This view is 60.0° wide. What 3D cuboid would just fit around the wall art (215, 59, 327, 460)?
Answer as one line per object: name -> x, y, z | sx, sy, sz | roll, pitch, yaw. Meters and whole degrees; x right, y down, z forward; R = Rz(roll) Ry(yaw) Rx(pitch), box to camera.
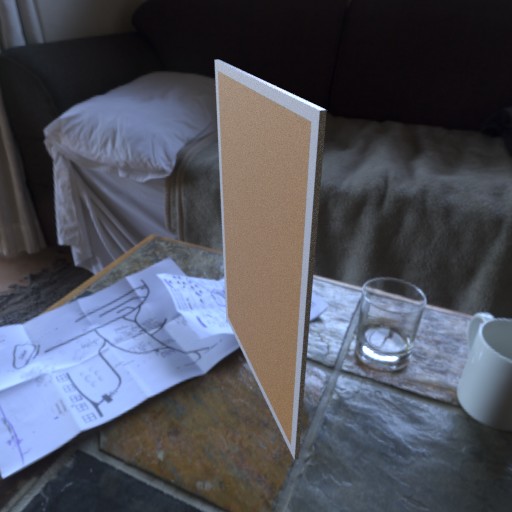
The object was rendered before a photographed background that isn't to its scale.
wall art -> 0.000, 0.000, 1.247 | 0.013, 0.940, 0.659 | -11, 33, -17
